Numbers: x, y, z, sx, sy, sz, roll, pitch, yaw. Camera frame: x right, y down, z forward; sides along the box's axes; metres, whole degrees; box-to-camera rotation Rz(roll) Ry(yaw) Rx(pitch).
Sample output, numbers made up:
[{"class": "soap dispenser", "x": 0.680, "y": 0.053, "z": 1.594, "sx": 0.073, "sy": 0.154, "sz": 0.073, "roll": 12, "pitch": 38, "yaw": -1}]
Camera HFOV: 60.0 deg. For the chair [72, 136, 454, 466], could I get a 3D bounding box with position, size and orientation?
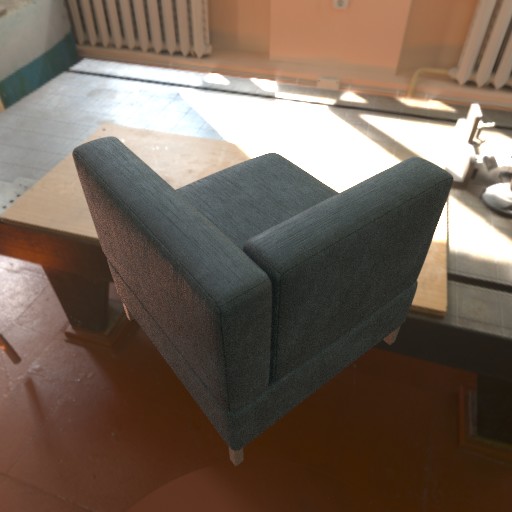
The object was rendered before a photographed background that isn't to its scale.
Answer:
[{"class": "chair", "x": 0.000, "y": 0.000, "z": 1.252, "sx": 0.680, "sy": 0.660, "sz": 0.680, "roll": -28, "pitch": 50, "yaw": -26}]
